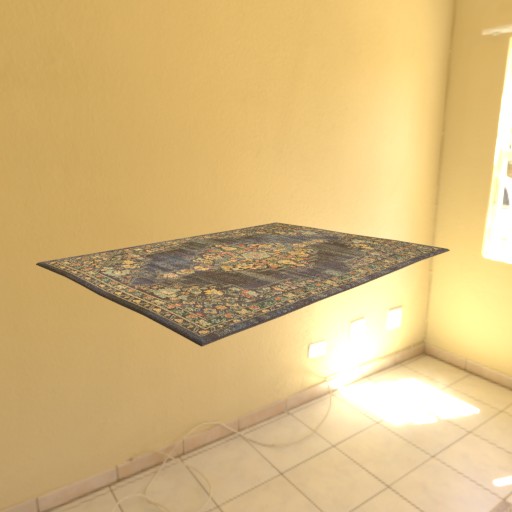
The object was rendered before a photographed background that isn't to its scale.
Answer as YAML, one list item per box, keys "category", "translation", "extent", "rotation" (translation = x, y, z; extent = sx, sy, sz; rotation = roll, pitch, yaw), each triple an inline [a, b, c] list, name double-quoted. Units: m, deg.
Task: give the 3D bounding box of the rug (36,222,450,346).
- category: "rug"
  translation: [0.000, 0.000, 4.788]
  extent: [3.612, 0.035, 2.716]
  rotation: [-13, 19, -43]
